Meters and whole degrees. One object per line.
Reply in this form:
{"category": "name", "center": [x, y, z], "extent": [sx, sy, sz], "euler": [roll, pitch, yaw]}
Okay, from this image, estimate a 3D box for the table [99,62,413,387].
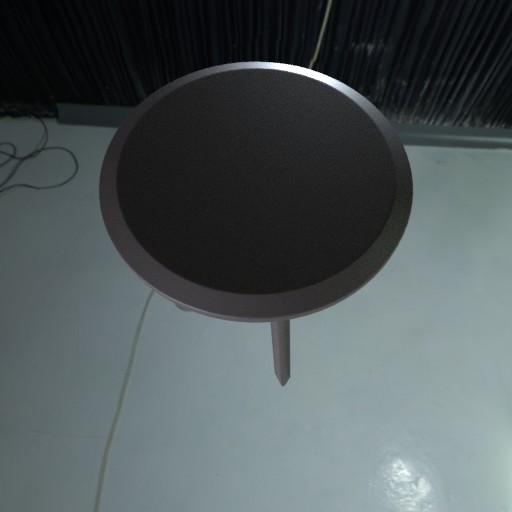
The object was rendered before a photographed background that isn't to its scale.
{"category": "table", "center": [0.000, 0.000, 0.905], "extent": [0.457, 0.585, 0.457], "euler": [0, 63, 0]}
